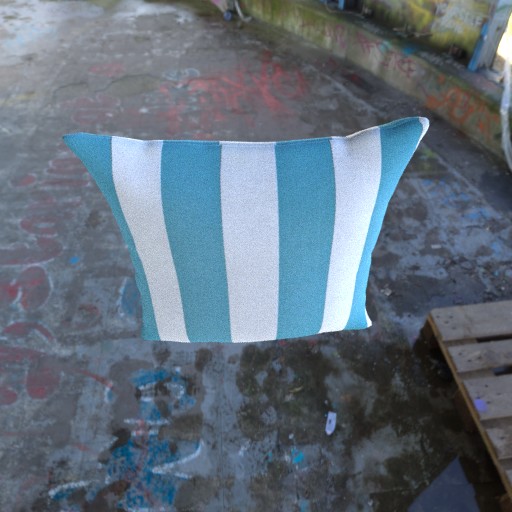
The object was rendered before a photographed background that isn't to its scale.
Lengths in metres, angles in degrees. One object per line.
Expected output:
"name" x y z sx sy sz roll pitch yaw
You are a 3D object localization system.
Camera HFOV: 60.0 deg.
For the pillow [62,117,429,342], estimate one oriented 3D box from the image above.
"pillow" 0.000 0.000 0.813 0.536 0.526 0.189 -4 47 -4
